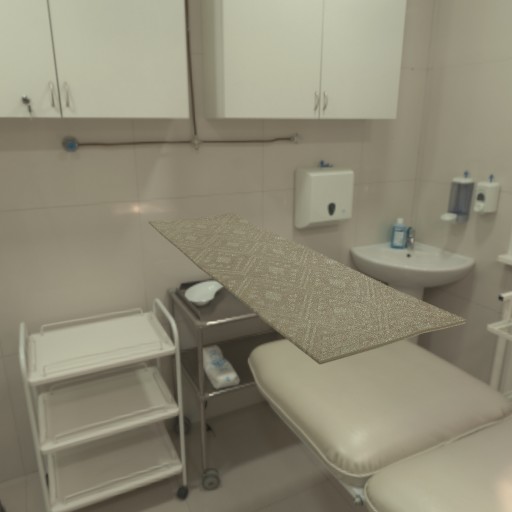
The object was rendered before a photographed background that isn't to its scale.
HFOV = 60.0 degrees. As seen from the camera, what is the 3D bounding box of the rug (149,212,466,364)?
[{"bbox_3d":[0.000,0.000,2.751,0.752,0.051,2.452,-8,19,-26],"label":"rug"}]
